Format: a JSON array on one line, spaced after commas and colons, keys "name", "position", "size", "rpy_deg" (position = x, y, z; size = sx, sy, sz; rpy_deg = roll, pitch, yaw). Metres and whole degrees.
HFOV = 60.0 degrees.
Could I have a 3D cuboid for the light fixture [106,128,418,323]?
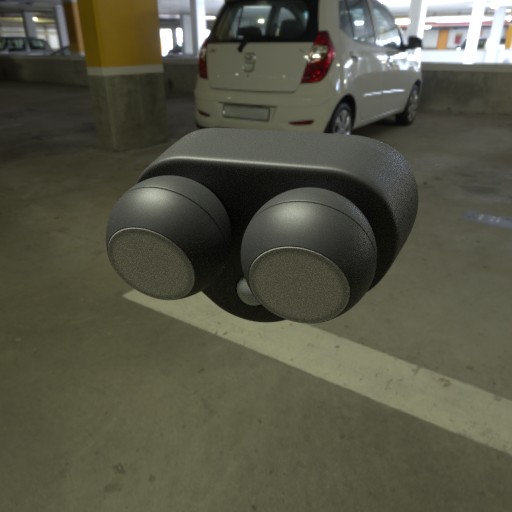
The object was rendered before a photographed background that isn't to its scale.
[{"name": "light fixture", "position": [0.000, 0.000, 0.335], "size": [0.229, 0.159, 0.159], "rpy_deg": [7, 27, 15]}]
